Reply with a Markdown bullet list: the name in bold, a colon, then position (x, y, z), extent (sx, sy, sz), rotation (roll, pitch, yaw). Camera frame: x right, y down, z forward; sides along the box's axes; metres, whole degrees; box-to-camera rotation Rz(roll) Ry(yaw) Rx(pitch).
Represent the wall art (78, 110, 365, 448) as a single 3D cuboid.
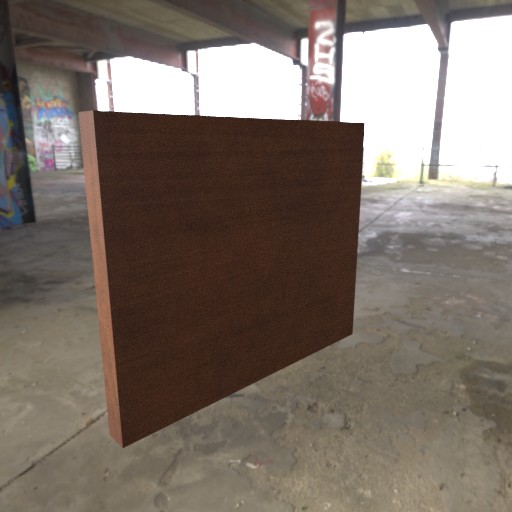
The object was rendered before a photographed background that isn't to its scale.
- **wall art**: position (0.000, 0.000, 0.554), extent (0.401, 0.328, 0.030), rotation (-13, 20, -41)
